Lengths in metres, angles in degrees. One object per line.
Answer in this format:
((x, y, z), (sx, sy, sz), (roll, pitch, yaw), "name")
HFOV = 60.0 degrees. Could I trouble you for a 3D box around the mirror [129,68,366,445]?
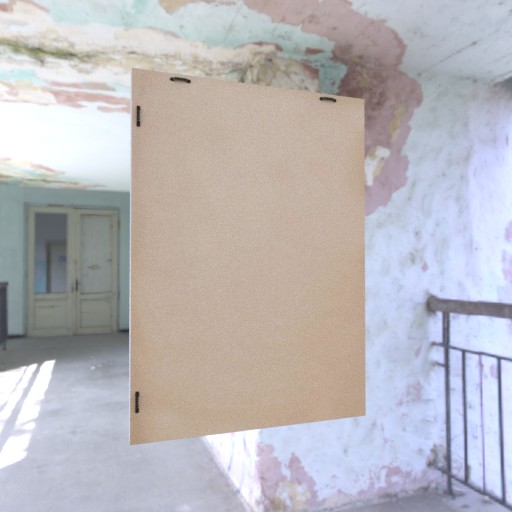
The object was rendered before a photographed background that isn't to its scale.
((0.000, 0.000, 0.928), (0.507, 0.710, 0.039), (0, -1, -19), "mirror")
